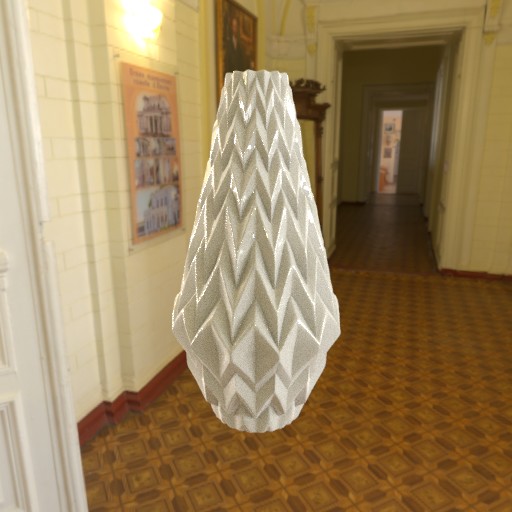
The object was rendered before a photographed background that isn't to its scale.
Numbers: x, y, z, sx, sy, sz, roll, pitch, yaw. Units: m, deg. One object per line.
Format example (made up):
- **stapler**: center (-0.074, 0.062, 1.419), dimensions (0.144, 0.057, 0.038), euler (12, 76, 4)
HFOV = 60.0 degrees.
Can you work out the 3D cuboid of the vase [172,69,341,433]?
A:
- **vase**: center (0.000, 0.000, 0.429), dimensions (0.167, 0.328, 0.167), euler (0, 14, 0)
